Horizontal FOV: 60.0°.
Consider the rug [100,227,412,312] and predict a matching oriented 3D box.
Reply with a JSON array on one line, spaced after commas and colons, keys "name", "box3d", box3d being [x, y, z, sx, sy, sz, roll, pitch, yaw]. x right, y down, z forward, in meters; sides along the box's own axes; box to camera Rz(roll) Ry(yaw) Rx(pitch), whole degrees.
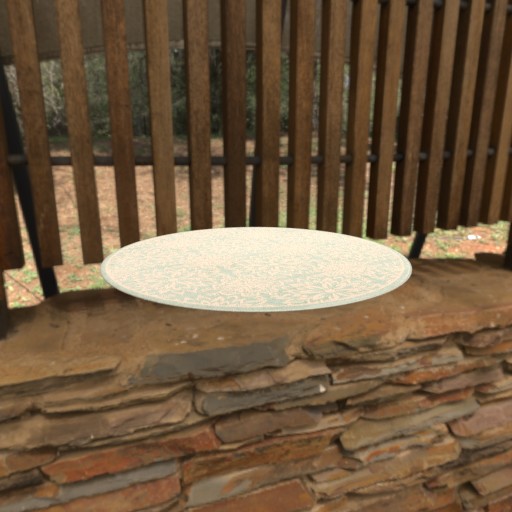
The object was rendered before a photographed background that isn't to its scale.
[{"name": "rug", "box3d": [0.000, 0.000, 2.390, 1.593, 0.012, 1.593, 0, 15, 0]}]
